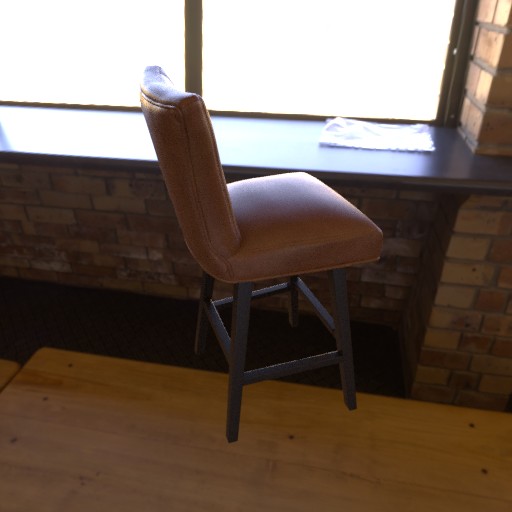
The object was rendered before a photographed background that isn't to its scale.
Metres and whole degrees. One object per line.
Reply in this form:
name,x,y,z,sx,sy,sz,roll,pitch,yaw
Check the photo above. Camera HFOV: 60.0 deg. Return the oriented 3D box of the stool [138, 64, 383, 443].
stool,0.000,0.000,1.412,0.585,1.094,0.522,-11,33,-17
